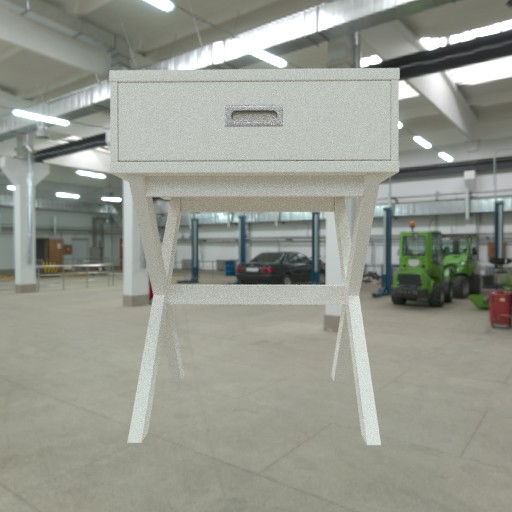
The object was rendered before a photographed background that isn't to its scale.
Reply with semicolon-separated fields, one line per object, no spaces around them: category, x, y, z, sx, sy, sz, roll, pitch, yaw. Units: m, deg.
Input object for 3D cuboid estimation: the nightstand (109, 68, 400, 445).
nightstand;0.000;0.000;0.935;0.479;0.623;0.402;0;1;1
